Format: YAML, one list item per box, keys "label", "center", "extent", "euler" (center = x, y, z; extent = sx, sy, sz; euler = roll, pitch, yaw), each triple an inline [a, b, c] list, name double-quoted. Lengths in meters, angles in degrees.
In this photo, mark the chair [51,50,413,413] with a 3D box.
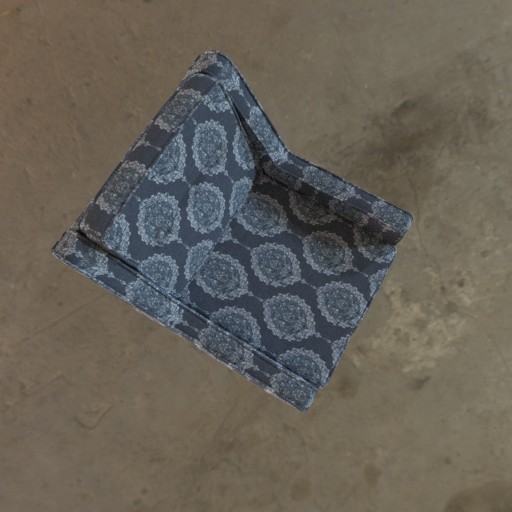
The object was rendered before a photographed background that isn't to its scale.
- label: "chair"
  center: [0.000, 0.000, 1.359]
  extent: [0.743, 0.792, 0.663]
  euler: [31, 77, 8]
